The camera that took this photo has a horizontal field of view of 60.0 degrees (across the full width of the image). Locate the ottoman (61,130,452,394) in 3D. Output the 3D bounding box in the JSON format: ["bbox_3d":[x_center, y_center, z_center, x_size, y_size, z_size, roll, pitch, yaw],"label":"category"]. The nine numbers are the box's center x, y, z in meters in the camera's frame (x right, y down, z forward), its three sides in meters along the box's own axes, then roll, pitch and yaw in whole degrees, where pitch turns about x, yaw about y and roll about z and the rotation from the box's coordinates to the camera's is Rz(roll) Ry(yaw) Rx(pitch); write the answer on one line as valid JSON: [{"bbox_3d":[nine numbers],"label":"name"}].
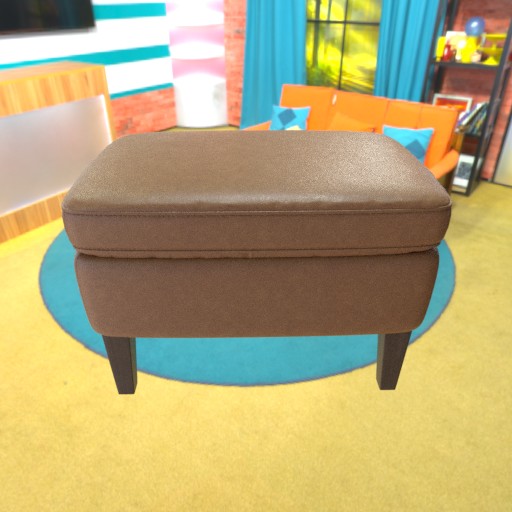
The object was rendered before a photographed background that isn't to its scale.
[{"bbox_3d":[0.000,0.000,0.981,0.670,0.480,0.420,-1,31,-1],"label":"ottoman"}]
